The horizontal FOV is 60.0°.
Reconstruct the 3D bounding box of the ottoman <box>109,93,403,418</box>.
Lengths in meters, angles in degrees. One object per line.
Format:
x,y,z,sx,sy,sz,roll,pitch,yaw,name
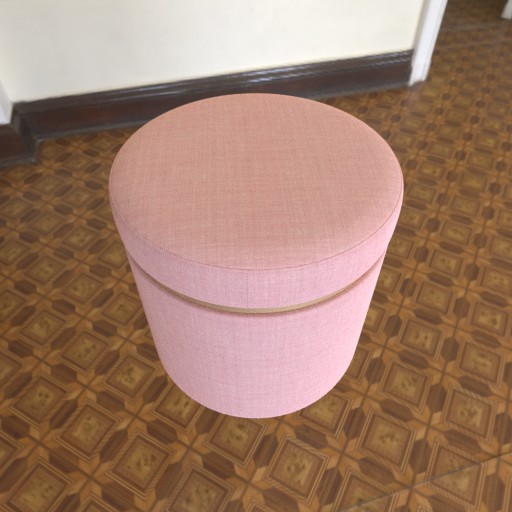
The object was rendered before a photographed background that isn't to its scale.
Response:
0.000,0.000,0.742,0.400,0.406,0.400,0,47,0,ottoman
